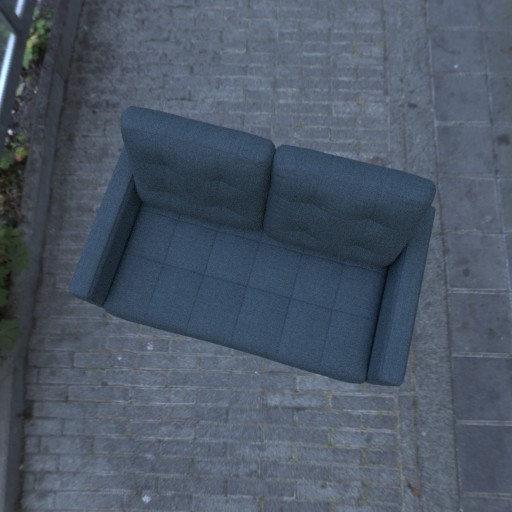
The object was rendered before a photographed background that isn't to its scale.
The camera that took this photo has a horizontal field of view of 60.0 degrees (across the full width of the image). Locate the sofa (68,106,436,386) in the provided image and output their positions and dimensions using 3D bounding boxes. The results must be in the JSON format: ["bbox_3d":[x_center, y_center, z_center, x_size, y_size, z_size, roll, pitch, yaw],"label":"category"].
[{"bbox_3d":[0.000,0.000,1.975,1.407,0.907,0.842,15,76,4],"label":"sofa"}]
